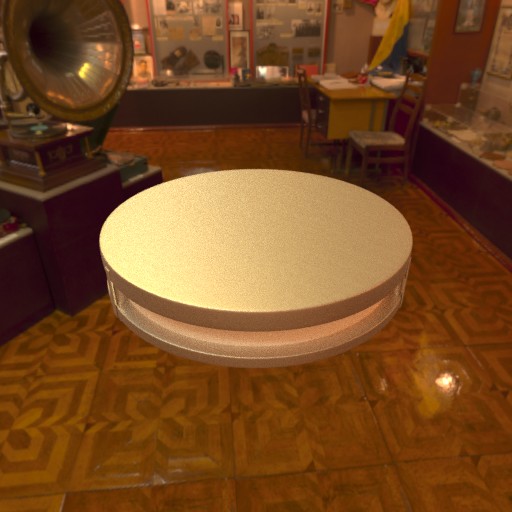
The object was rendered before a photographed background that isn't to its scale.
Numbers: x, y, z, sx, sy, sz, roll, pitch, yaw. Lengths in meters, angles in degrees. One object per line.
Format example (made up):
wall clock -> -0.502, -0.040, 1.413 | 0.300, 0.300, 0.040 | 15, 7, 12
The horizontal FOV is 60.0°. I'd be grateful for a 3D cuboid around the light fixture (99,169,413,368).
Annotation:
light fixture -> 0.000, 0.000, 0.549 | 0.356, 0.102, 0.356 | 0, 30, 0
